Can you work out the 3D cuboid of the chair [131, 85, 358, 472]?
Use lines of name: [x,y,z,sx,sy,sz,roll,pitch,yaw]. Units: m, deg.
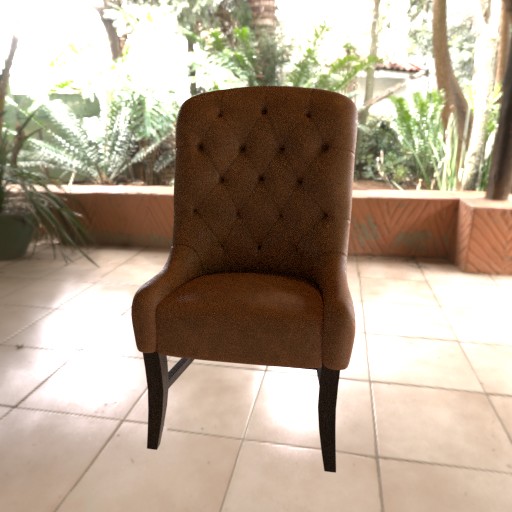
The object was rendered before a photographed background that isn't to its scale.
chair: [0.000,0.000,1.460,0.634,1.091,0.629,3,17,9]
